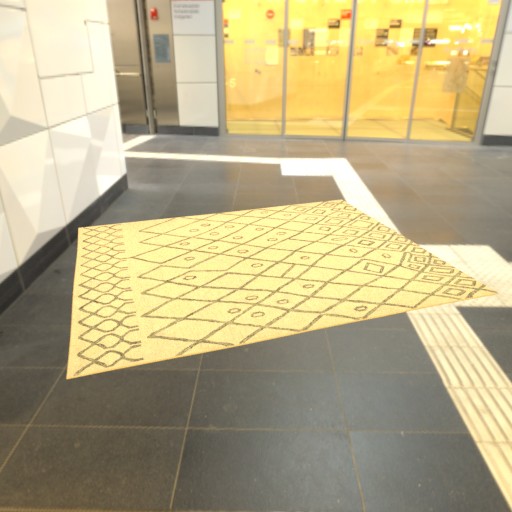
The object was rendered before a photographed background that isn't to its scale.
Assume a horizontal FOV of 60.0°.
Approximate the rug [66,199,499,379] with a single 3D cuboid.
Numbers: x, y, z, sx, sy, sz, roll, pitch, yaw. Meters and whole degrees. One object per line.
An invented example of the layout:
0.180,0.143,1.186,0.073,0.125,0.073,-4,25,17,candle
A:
0.000,0.000,3.950,3.046,0.015,2.446,-8,26,-17,rug
